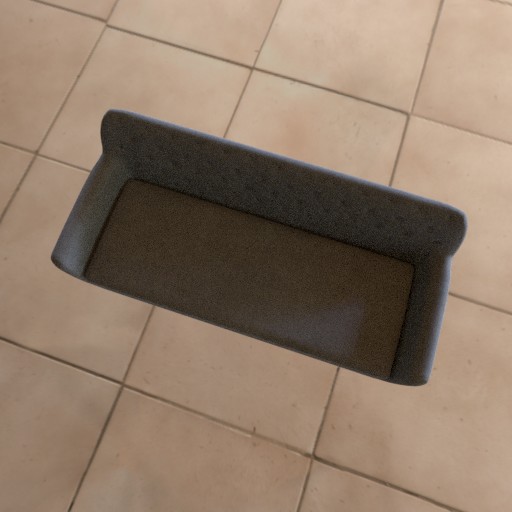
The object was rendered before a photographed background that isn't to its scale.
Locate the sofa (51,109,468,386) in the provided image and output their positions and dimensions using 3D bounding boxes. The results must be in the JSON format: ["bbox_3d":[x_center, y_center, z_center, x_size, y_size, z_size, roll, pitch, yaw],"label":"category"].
[{"bbox_3d":[0.000,0.000,2.415,1.970,0.830,0.830,17,75,5],"label":"sofa"}]
